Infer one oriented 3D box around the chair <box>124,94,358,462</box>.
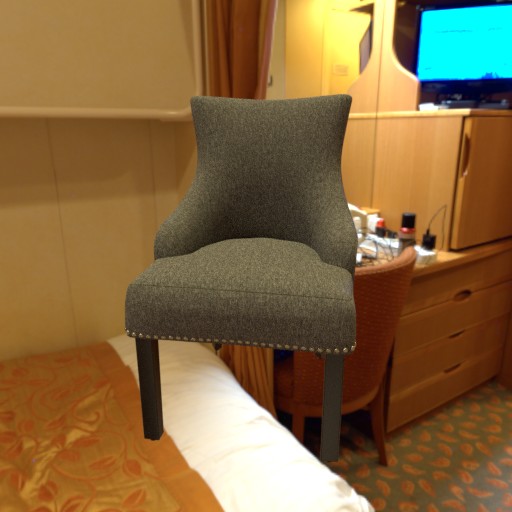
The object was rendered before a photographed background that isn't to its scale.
[{"bbox_3d":[0.000,0.000,1.282,0.566,0.909,0.629,3,16,9],"label":"chair"}]
